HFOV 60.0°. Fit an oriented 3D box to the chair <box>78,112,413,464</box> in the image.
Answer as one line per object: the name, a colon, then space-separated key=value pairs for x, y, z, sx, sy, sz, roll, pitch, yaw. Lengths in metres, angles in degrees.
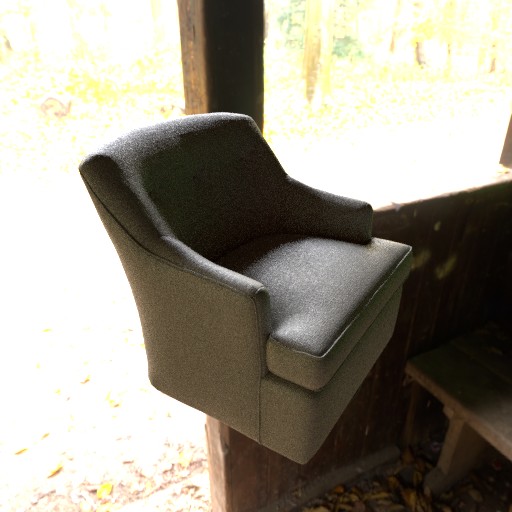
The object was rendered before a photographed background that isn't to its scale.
chair: x=0.000 y=0.000 z=1.582 sx=0.923 sy=0.856 sz=0.864 roll=17 pitch=32 yaw=30
